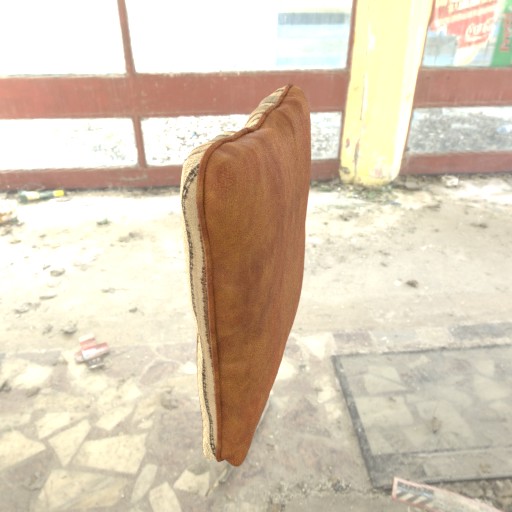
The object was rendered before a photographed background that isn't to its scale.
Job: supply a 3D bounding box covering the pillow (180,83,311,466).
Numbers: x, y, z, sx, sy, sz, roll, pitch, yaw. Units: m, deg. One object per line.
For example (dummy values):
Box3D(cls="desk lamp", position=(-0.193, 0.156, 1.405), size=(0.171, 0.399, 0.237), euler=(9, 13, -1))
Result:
Box3D(cls="pillow", position=(0.000, 0.000, 0.744), size=(0.130, 0.490, 0.489), euler=(8, 31, 13))
